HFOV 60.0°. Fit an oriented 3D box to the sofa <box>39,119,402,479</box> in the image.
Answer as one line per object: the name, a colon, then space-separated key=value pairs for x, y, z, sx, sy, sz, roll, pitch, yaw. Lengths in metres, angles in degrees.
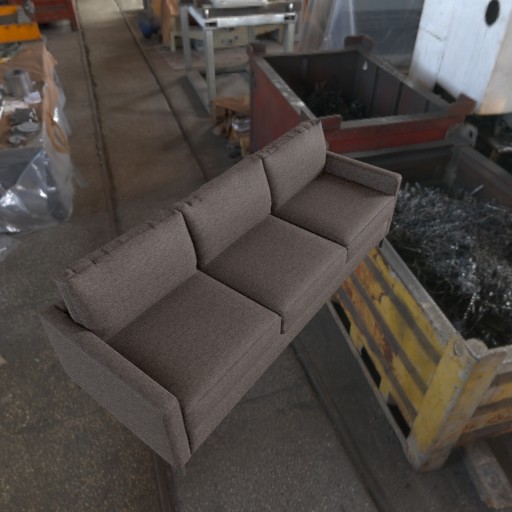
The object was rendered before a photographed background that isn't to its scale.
sofa: x=0.000 y=0.000 z=2.647 sx=0.876 sy=0.882 sz=2.253 roll=26 pitch=47 yaw=27
